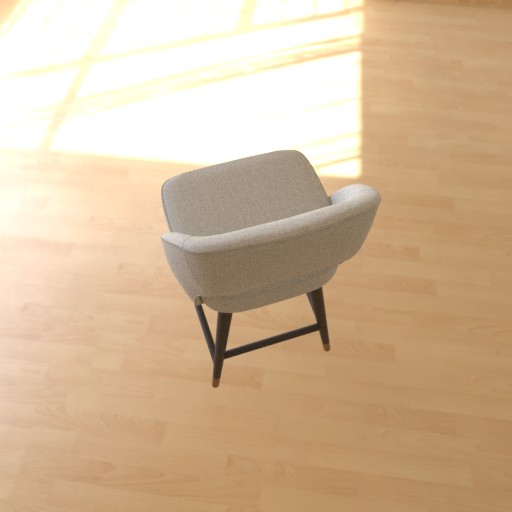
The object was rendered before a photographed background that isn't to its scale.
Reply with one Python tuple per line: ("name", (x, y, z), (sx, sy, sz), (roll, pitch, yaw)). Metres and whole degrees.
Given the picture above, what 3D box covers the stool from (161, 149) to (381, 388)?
("stool", (0.000, 0.000, 1.298), (0.494, 0.940, 0.509), (-16, 60, -9))
